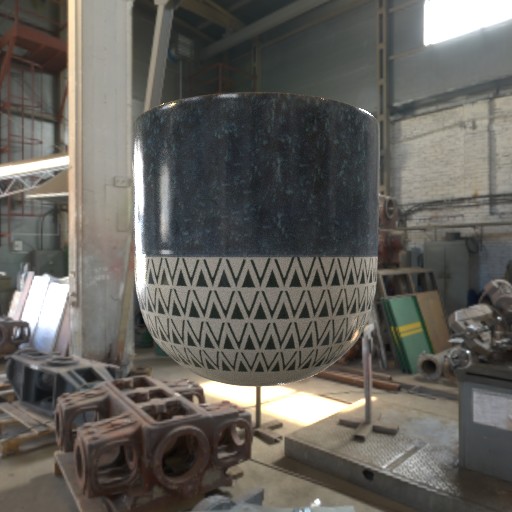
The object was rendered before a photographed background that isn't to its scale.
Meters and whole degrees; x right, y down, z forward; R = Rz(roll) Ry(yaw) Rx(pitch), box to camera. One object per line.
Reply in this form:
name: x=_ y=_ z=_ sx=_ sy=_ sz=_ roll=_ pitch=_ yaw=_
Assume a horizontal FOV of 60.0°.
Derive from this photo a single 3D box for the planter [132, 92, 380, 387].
planter: x=0.000 y=0.000 z=0.495 sx=0.266 sy=0.270 sz=0.266 roll=0 pitch=0 yaw=0
